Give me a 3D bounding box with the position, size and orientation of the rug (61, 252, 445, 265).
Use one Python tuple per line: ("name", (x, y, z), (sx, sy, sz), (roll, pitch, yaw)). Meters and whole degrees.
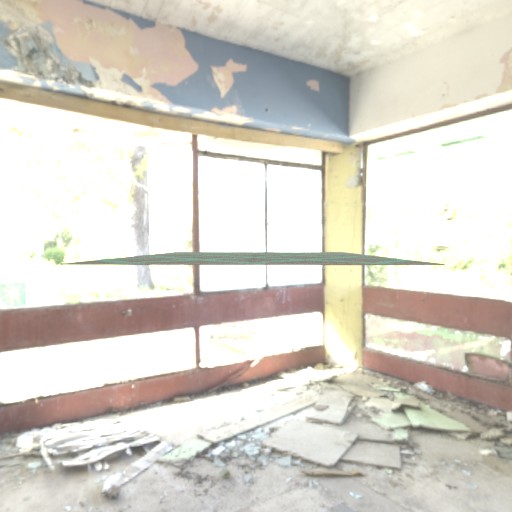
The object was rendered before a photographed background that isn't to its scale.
("rug", (0.000, 0.000, 2.897), (1.524, 0.006, 2.286), (0, 2, 1))
